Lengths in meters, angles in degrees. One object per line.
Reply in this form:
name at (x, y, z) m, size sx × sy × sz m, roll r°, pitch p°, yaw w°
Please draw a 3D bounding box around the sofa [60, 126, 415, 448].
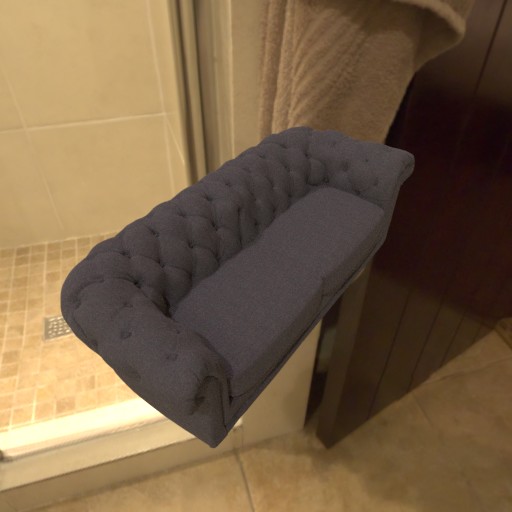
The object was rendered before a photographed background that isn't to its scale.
sofa at (0.000, 0.000, 2.773) m, size 1.046 × 0.836 × 2.335 m, roll 26°, pitch 47°, yaw 26°
